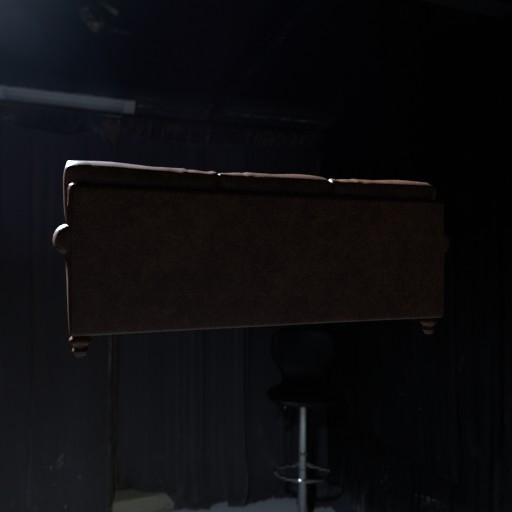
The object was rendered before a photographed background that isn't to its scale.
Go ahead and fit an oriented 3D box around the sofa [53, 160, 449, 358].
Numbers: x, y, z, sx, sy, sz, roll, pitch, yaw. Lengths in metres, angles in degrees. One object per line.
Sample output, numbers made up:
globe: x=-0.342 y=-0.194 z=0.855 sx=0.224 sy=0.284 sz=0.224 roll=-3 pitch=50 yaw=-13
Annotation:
sofa: x=0.000 y=0.000 z=2.855 sx=2.351 sy=0.977 sz=0.973 roll=0 pitch=0 yaw=-18
